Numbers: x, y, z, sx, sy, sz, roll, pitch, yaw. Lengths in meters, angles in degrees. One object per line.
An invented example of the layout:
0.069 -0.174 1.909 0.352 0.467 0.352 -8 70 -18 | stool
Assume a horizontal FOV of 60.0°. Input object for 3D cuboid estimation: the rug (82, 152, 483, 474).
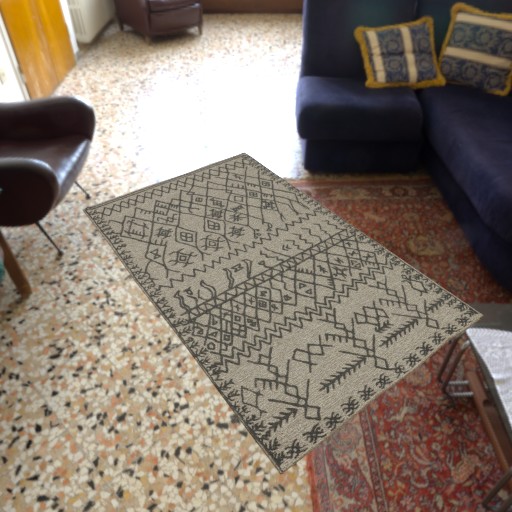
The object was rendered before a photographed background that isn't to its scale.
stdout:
0.000 0.000 4.703 2.393 0.019 3.824 -26 48 -26 | rug
